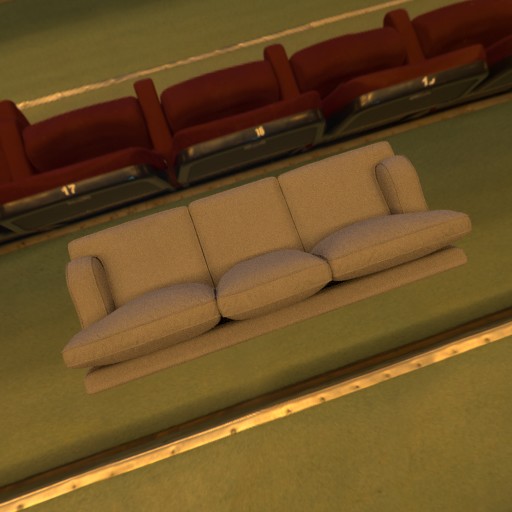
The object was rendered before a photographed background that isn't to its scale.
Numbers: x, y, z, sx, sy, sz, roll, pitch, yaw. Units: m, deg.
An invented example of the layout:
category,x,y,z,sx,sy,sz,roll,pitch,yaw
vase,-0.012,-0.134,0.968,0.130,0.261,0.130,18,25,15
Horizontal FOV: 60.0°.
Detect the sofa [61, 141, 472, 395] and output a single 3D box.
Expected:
category,x,y,z,sx,sy,sz,roll,pitch,yaw
sofa,0.000,0.000,2.870,2.323,0.991,1.016,-19,77,-5
